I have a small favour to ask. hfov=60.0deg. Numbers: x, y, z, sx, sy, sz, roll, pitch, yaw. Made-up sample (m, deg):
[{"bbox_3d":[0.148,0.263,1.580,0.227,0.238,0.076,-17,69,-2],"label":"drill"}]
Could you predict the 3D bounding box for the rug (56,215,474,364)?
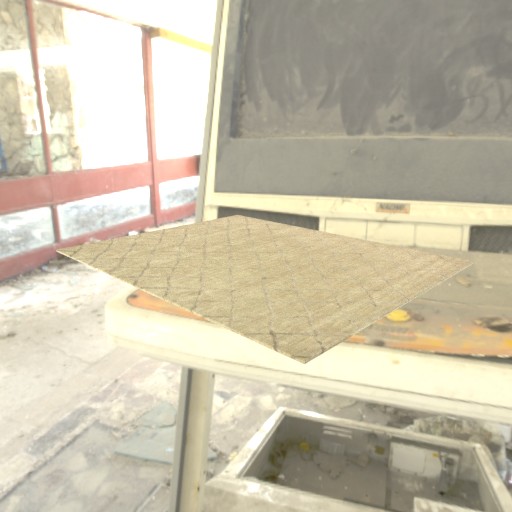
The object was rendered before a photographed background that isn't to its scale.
[{"bbox_3d":[0.000,0.000,4.101,3.038,0.019,2.420,15,22,42],"label":"rug"}]
